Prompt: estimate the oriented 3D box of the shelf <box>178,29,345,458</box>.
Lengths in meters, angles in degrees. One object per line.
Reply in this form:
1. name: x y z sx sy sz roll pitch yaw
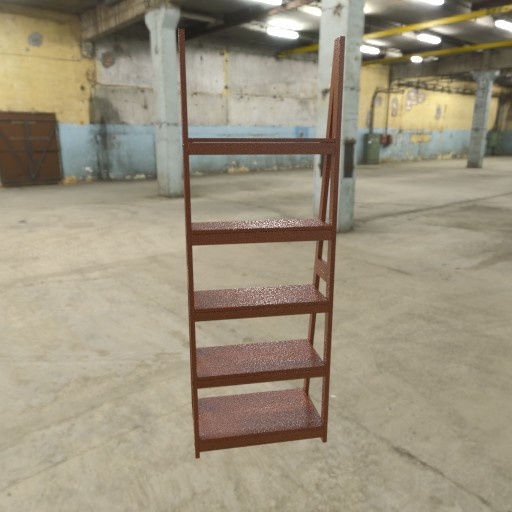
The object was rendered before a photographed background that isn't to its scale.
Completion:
1. shelf: 0.000 0.000 2.015 0.630 1.780 0.356 -3 15 -10
